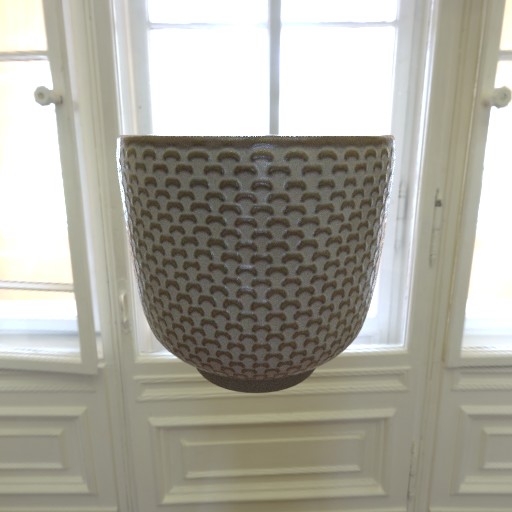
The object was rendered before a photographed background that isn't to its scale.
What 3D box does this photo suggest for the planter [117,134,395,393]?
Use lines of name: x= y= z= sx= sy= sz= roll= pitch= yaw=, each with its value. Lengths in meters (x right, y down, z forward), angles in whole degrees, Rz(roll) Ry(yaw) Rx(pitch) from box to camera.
planter: x=0.000 y=0.000 z=0.245 sx=0.139 sy=0.130 sz=0.139 roll=0 pitch=15 yaw=0
